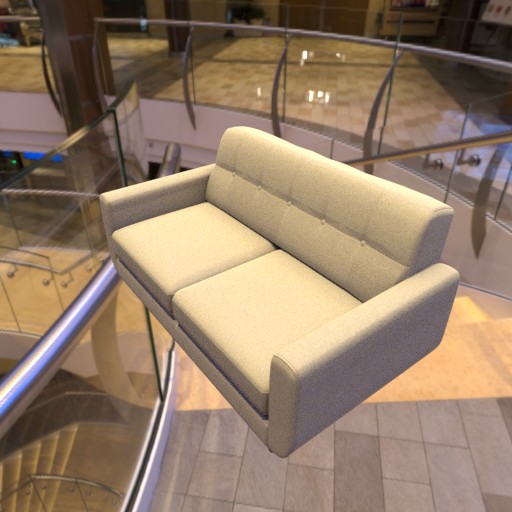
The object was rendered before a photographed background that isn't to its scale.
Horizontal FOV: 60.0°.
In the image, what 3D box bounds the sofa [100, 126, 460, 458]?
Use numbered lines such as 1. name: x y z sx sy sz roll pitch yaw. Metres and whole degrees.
1. sofa: 0.000 0.000 2.229 0.980 0.892 1.655 -22 39 -31
